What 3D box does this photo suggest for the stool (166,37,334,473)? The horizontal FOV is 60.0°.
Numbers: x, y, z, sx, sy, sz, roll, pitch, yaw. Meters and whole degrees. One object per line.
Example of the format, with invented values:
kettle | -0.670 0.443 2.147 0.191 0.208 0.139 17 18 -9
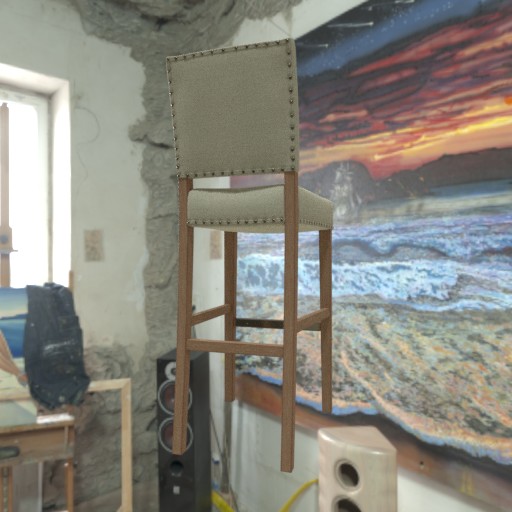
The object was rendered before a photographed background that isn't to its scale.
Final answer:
stool | 0.000 0.000 1.447 0.428 1.143 0.546 0 0 18
